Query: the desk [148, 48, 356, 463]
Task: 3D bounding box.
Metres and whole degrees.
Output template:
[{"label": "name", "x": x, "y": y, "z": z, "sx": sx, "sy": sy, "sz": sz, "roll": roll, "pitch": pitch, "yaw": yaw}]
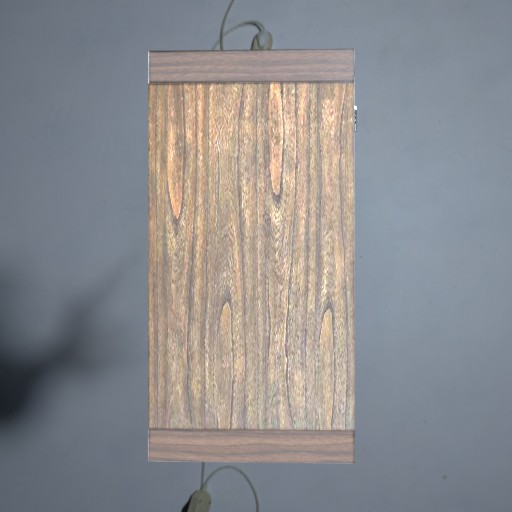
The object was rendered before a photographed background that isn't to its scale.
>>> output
[{"label": "desk", "x": 0.000, "y": 0.000, "z": 1.999, "sx": 0.784, "sy": 0.725, "sz": 1.543, "roll": 0, "pitch": 90, "yaw": 1}]
